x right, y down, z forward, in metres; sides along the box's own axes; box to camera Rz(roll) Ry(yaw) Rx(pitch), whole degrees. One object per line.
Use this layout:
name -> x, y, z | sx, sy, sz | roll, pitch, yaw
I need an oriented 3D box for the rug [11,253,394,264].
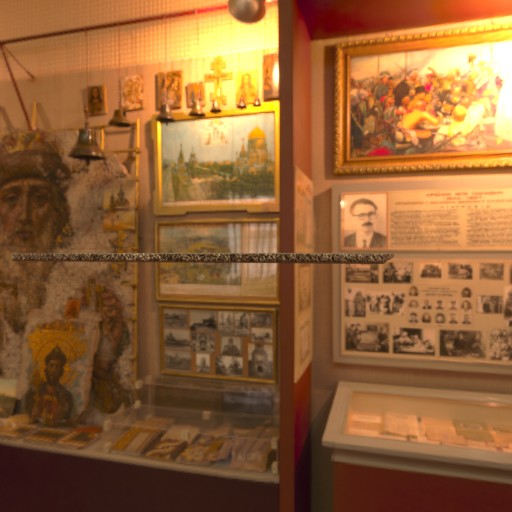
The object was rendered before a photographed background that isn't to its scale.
rug -> 0.000, 0.000, 2.048 | 1.198, 0.025, 1.601 | 0, 0, 18
